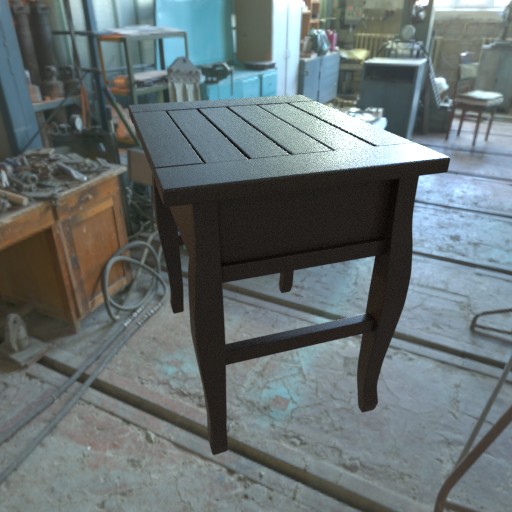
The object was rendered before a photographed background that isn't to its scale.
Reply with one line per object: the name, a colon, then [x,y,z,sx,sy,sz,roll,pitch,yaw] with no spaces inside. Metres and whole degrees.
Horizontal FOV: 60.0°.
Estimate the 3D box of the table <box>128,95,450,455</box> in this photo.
table: [0.000,0.000,1.044,0.460,0.605,0.602,-9,31,-16]
